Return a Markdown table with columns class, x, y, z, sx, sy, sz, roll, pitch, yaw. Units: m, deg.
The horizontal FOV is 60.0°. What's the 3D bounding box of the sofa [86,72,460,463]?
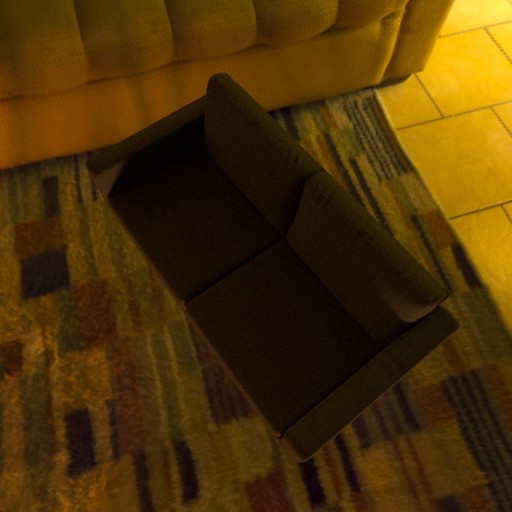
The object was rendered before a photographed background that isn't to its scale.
| class | x | y | z | sx | sy | sz | roll | pitch | yaw |
| --- | --- | --- | --- | --- | --- | --- | --- | --- | --- |
| sofa | 0.000 | 0.000 | 2.233 | 0.889 | 0.897 | 1.730 | -35 | 69 | -15 |
